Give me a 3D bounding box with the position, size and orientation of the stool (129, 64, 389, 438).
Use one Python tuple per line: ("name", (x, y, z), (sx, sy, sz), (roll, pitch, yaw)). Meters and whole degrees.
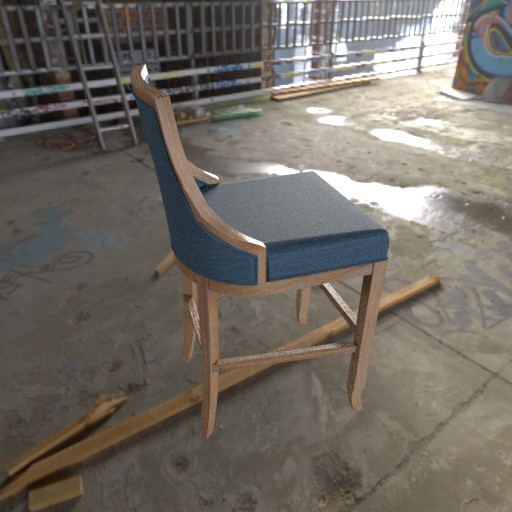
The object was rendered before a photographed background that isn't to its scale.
("stool", (0.000, 0.000, 1.416), (0.626, 1.101, 0.524), (-10, 33, -15))
